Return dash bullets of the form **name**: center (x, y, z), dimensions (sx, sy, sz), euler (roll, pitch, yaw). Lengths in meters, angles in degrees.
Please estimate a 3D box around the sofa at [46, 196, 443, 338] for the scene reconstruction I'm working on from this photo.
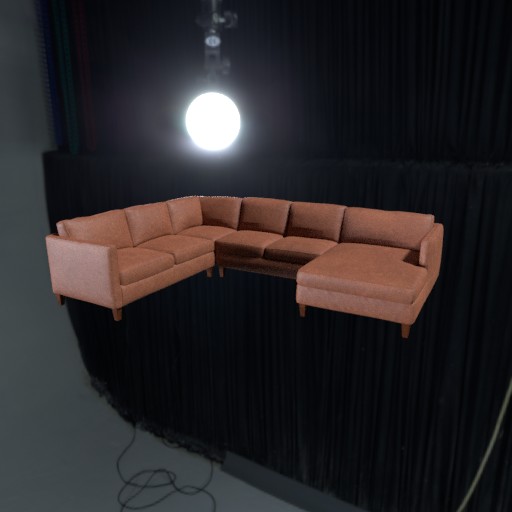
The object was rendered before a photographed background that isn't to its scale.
- **sofa**: center (0.000, 0.000, 4.770), dimensions (3.460, 0.923, 2.593), euler (8, 17, 28)
